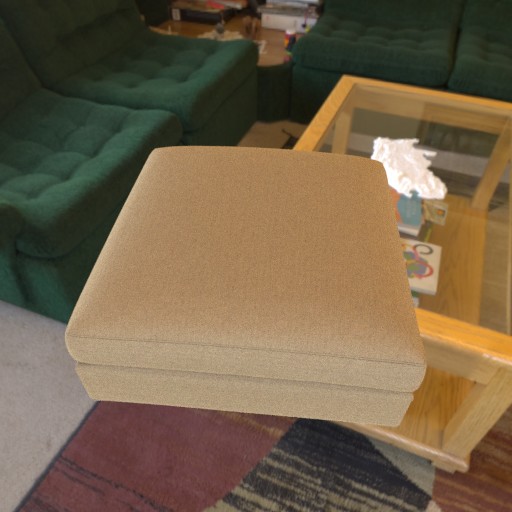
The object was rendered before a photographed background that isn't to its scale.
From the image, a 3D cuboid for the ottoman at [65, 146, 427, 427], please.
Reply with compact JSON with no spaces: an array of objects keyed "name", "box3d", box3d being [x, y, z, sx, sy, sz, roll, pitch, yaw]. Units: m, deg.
[{"name":"ottoman","box3d":[0.000,0.000,1.649,1.041,0.470,1.041,4,45,4]}]
